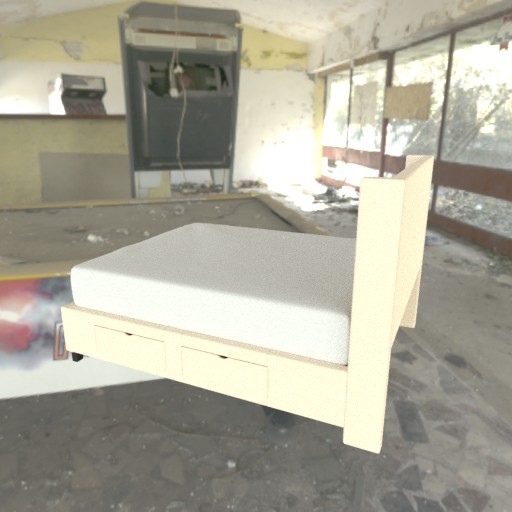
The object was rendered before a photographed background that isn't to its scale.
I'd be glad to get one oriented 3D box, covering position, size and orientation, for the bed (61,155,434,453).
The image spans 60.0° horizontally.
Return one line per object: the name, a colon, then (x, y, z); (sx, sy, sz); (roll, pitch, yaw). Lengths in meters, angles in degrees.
bed: (0.000, 0.000, 3.394); (2.280, 1.471, 1.765); (8, 18, 24)
